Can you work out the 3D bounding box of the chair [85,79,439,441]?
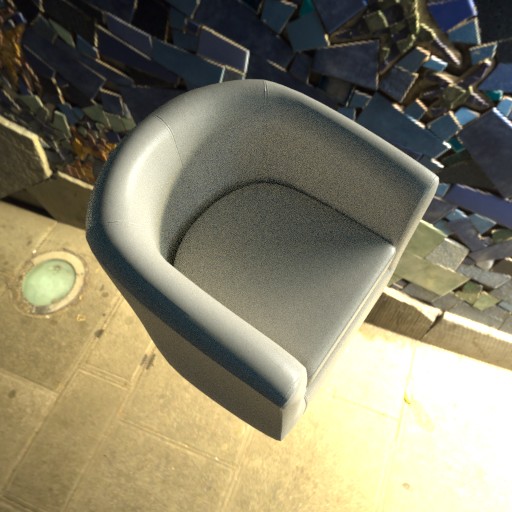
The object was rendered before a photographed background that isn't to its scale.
[{"bbox_3d":[0.000,0.000,1.371,0.727,0.756,0.792,32,62,19],"label":"chair"}]
